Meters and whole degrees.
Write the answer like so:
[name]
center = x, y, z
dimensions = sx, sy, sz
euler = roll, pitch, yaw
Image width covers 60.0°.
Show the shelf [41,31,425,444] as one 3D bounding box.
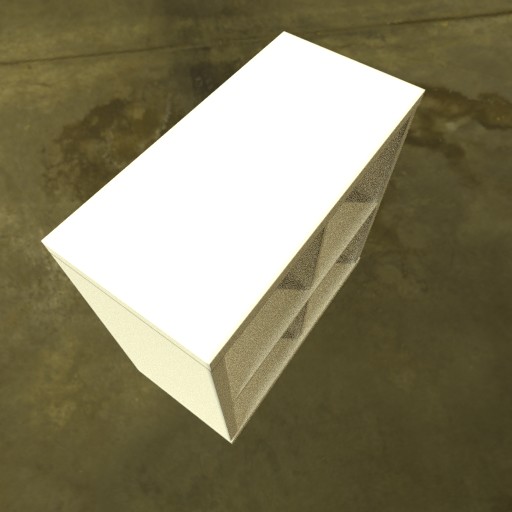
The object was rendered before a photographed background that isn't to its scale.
[shelf]
center = 0.000, 0.000, 1.245
dimensions = 0.390, 0.786, 0.790
euler = 32, 64, 18
